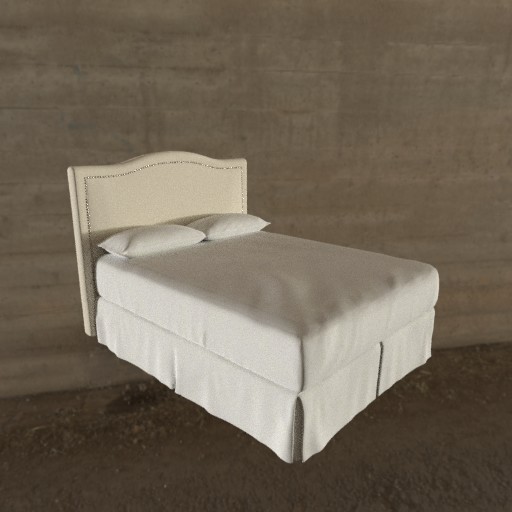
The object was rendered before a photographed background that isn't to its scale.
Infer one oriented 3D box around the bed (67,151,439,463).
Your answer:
[{"bbox_3d":[0.000,0.000,3.262,2.143,1.460,1.753,14,21,42],"label":"bed"}]
